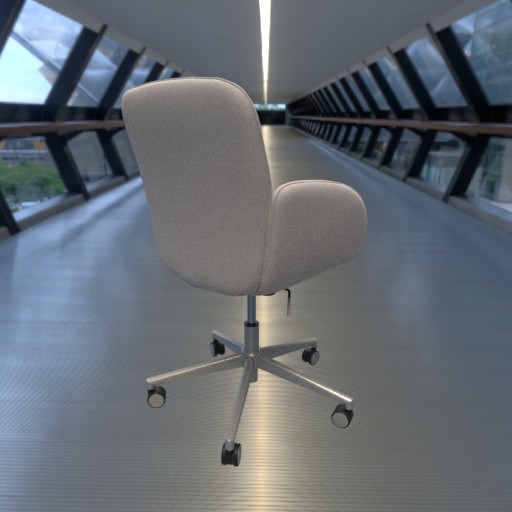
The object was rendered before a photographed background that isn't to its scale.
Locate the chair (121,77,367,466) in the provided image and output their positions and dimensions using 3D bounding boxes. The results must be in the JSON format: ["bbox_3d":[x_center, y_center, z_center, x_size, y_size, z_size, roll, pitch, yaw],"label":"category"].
[{"bbox_3d":[0.000,0.000,1.343,0.633,0.959,0.648,-15,22,-42],"label":"chair"}]
